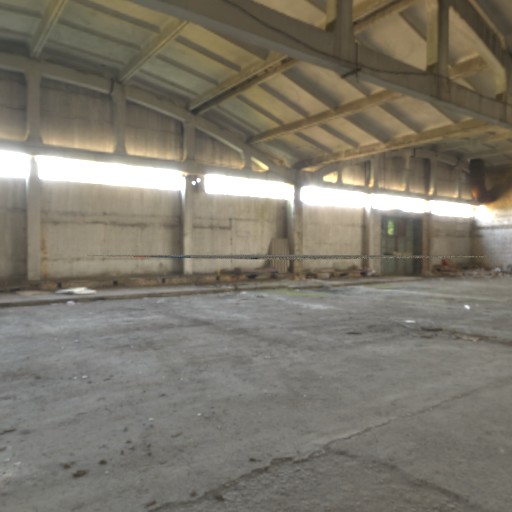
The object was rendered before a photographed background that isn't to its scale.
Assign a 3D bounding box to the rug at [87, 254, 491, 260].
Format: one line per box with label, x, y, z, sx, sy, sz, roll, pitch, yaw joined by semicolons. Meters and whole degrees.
rug;0.000;0.000;2.307;1.220;0.005;1.828;0;1;-36
